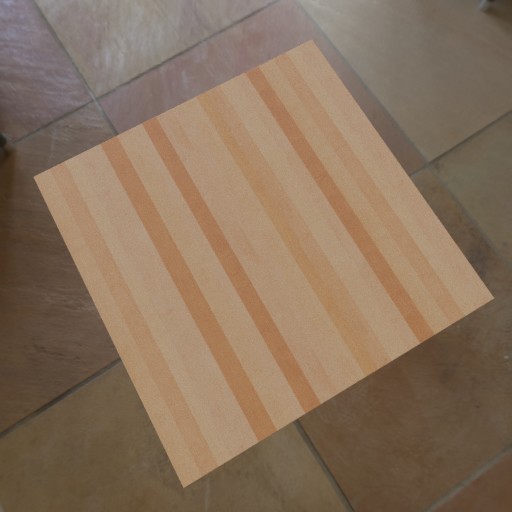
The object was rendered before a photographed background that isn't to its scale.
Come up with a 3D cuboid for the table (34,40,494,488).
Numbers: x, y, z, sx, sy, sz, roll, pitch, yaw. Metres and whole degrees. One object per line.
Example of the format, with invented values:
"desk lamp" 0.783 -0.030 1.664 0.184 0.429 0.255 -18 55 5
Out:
"table" 0.000 0.000 1.399 0.900 0.450 0.900 -29 78 -7
